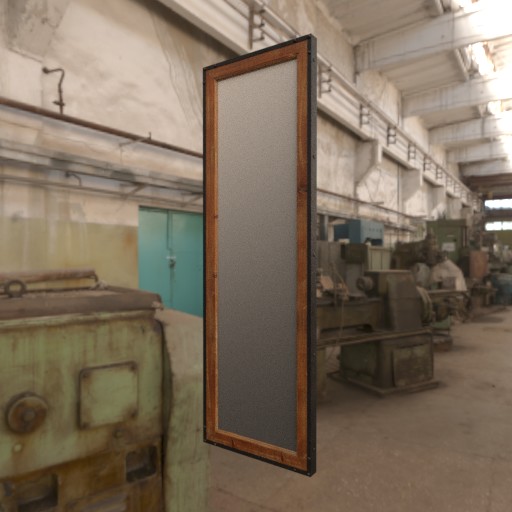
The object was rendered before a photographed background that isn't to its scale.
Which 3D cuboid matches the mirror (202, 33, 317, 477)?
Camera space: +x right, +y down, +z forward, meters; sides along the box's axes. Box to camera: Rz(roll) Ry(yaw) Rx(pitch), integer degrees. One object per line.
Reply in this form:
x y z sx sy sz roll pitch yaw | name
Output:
0.000 0.000 1.186 0.354 1.080 0.042 0 1 35 | mirror
